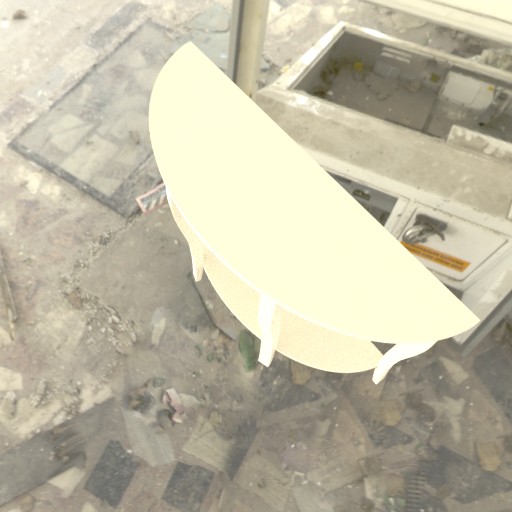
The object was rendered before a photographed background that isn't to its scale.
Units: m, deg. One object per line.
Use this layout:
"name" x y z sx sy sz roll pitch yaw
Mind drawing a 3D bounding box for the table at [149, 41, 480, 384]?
"table" 0.000 0.000 1.553 0.394 0.780 1.219 -35 69 -16
